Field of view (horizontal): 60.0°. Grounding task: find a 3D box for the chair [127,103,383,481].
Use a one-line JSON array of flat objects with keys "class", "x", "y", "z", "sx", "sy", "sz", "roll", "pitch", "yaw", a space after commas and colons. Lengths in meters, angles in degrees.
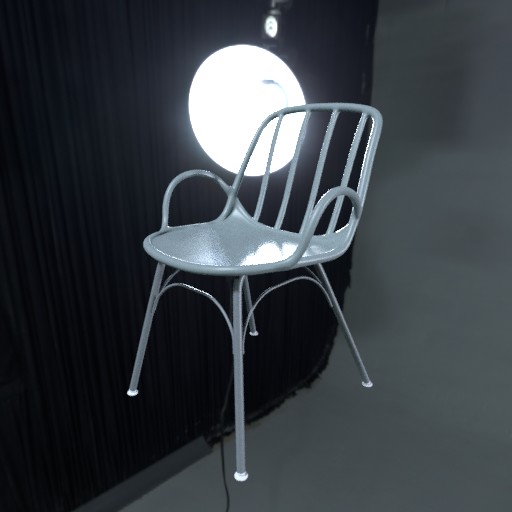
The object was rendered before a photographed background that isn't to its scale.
[{"class": "chair", "x": 0.000, "y": 0.000, "z": 1.226, "sx": 0.549, "sy": 0.816, "sz": 0.597, "roll": 16, "pitch": 23, "yaw": 42}]
